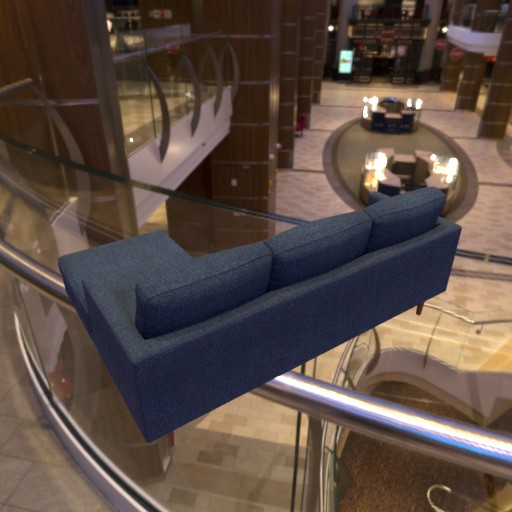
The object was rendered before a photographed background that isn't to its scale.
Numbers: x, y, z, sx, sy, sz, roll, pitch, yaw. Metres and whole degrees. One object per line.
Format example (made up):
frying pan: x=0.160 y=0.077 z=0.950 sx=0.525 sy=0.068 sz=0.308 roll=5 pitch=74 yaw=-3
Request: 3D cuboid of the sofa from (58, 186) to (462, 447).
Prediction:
sofa: x=0.000 y=0.000 z=2.966 sx=2.233 sy=0.956 sz=1.504 roll=-19 pitch=35 yaw=-29
